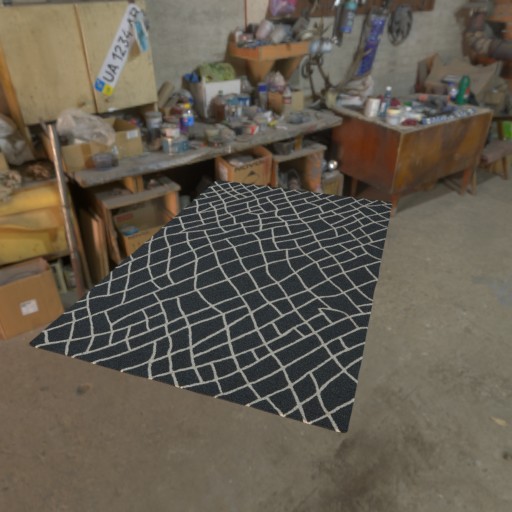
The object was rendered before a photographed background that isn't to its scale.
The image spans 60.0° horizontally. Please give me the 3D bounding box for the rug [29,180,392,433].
[{"bbox_3d":[0.000,0.000,2.266,1.223,0.013,1.830,10,32,16],"label":"rug"}]
